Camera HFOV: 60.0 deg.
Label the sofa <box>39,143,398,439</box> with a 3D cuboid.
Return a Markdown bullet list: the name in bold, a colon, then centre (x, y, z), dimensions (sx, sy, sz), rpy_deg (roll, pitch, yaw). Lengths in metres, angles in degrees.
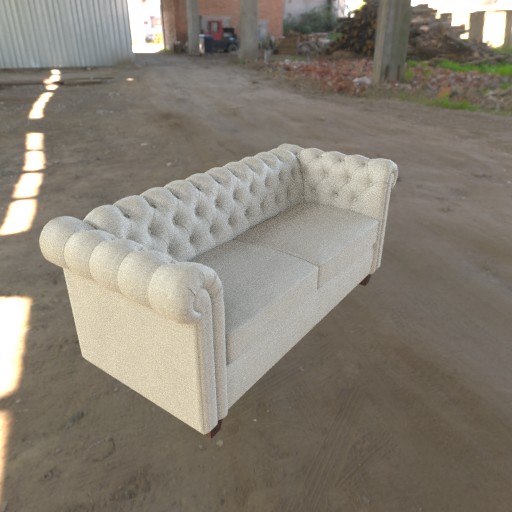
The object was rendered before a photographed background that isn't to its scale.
- **sofa**: centre (0.000, 0.000, 2.289), dimensions (0.783, 0.797, 1.798), rpy_deg (18, 32, 32)
